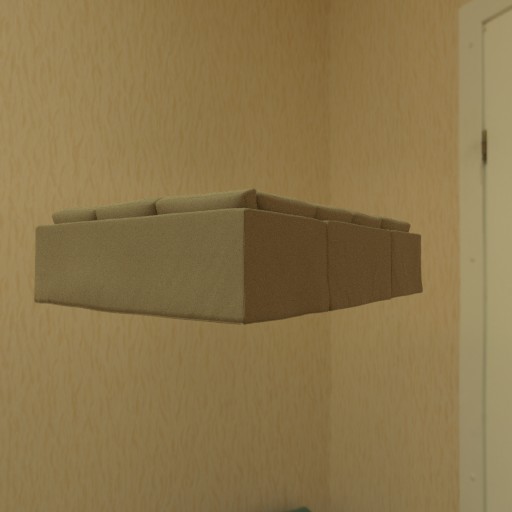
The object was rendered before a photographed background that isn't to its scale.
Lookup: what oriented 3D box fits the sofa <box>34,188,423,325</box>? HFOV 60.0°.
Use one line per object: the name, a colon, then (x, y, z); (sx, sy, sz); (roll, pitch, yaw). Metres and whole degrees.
sofa: (0.000, 0.000, 4.668); (2.476, 0.878, 3.528); (0, -1, 37)
